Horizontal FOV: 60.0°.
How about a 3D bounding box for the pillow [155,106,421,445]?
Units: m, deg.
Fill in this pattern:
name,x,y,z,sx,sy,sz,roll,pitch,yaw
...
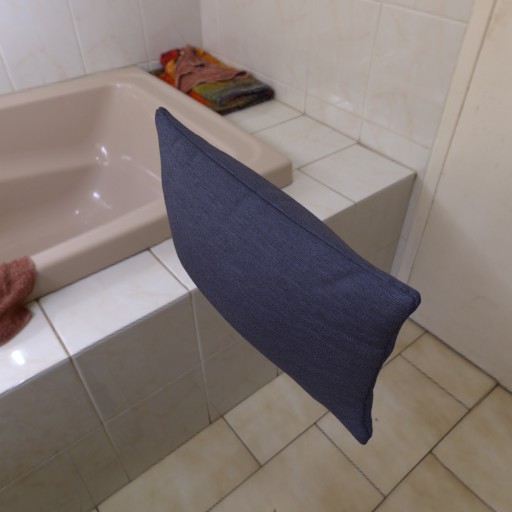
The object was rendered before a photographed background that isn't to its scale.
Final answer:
name,x,y,z,sx,sy,sz,roll,pitch,yaw
pillow,0.000,0.000,0.789,0.210,0.338,0.633,-26,48,-26
